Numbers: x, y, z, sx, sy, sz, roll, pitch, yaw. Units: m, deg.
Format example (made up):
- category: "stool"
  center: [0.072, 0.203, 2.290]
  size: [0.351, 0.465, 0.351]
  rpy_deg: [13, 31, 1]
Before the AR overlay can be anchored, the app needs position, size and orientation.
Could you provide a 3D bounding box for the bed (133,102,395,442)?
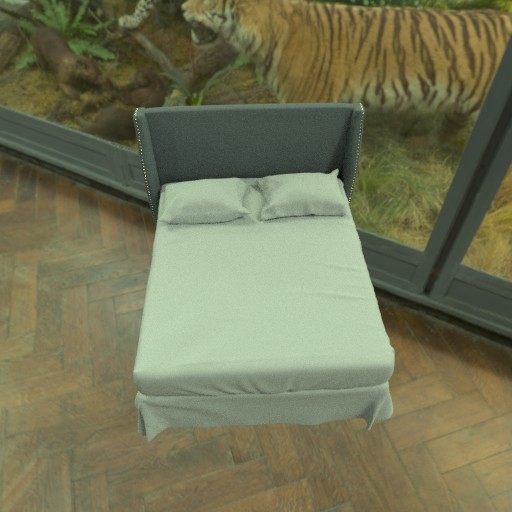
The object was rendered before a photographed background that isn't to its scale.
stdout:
- category: "bed"
  center: [0.000, 0.000, 3.416]
  size: [1.925, 1.332, 2.276]
  rpy_deg: [-2, 47, -2]
